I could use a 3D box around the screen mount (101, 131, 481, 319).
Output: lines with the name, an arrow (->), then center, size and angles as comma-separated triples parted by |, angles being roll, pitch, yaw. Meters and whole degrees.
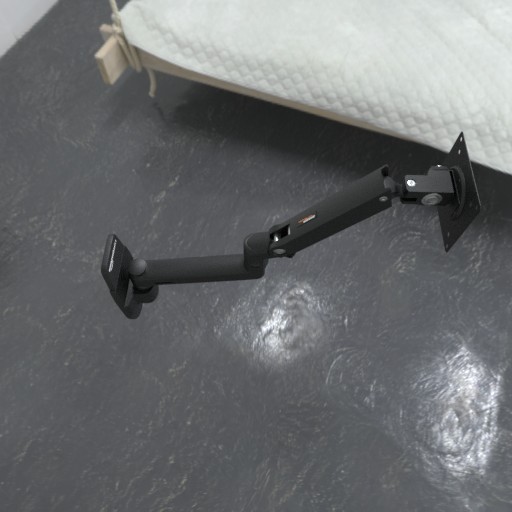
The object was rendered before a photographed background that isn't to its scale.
screen mount -> 0.000, 0.000, 0.717 | 0.495, 0.466, 0.115 | 2, 62, 1
